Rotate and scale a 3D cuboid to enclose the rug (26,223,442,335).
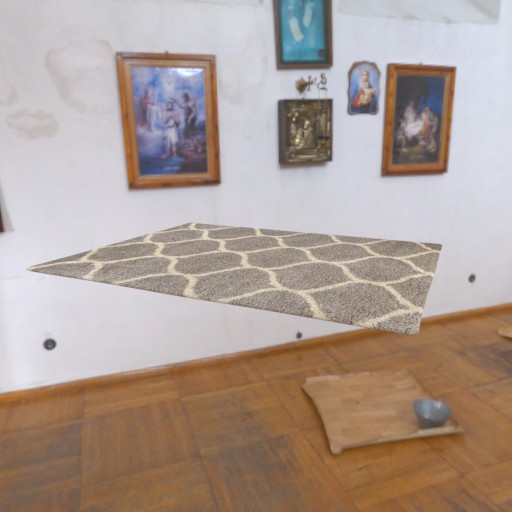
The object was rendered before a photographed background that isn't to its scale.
[{"bbox_3d":[0.000,0.000,3.999,3.000,0.026,2.399,6,15,24],"label":"rug"}]
